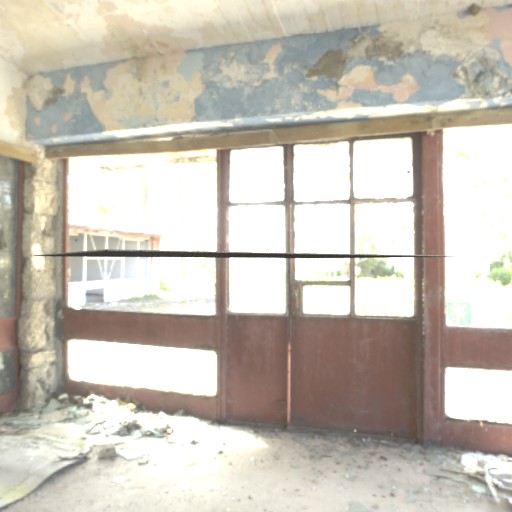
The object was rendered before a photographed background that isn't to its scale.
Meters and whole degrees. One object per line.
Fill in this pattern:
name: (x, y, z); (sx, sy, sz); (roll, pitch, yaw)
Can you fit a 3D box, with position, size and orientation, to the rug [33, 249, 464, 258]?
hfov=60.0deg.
rug: (0.000, 0.000, 2.933); (2.433, 0.007, 1.507); (1, -1, -36)
